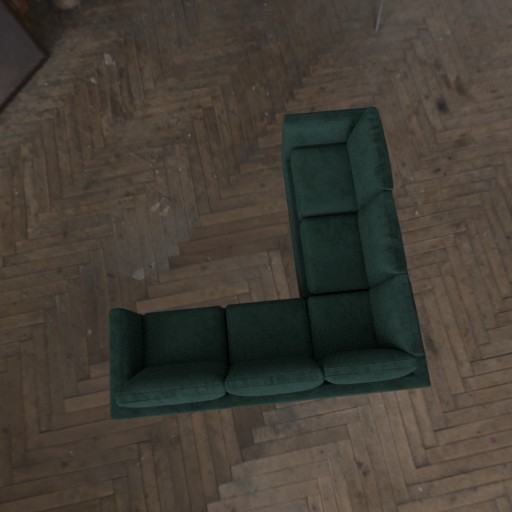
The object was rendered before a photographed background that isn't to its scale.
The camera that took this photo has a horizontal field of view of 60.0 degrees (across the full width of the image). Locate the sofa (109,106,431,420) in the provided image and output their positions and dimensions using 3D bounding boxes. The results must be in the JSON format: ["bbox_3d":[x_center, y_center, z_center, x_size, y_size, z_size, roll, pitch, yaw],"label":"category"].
[{"bbox_3d":[0.000,0.000,3.907,2.452,1.004,2.468,-6,75,-2],"label":"sofa"}]
